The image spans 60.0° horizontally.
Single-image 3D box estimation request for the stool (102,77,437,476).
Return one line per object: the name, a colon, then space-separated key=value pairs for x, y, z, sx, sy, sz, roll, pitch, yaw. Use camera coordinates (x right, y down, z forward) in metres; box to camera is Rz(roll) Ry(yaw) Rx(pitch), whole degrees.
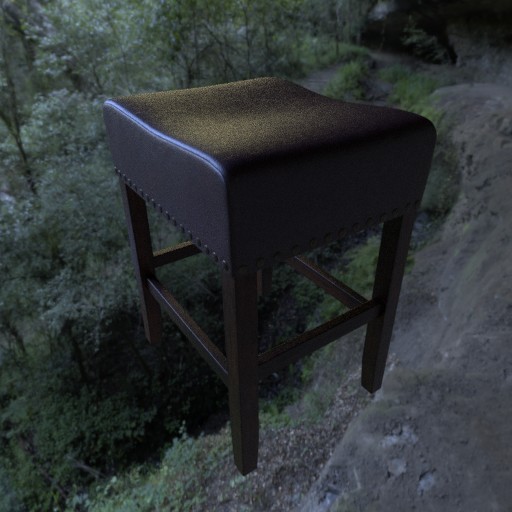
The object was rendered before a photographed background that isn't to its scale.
stool: x=0.000 y=0.000 z=0.917 sx=0.397 sy=0.608 sz=0.465 roll=-20 pitch=37 yaw=-29
